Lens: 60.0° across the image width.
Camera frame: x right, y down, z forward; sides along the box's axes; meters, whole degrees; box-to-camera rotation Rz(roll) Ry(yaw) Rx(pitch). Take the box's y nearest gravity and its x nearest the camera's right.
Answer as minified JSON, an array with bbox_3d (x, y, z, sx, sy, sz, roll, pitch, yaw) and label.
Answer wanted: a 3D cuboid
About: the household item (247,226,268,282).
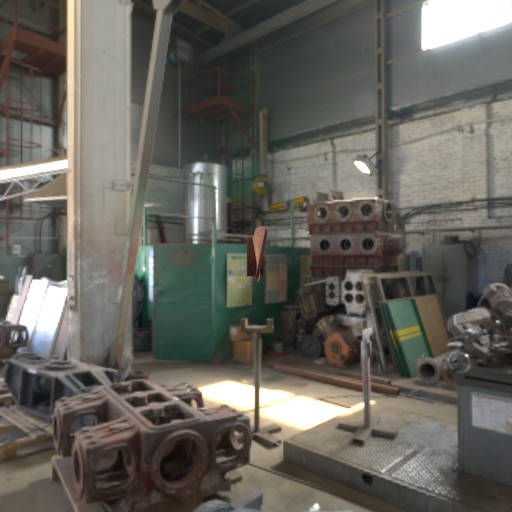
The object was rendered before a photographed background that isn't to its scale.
[{"bbox_3d":[0.000,0.000,1.232,0.051,0.121,1.181,0,0,-1],"label":"household item"}]
